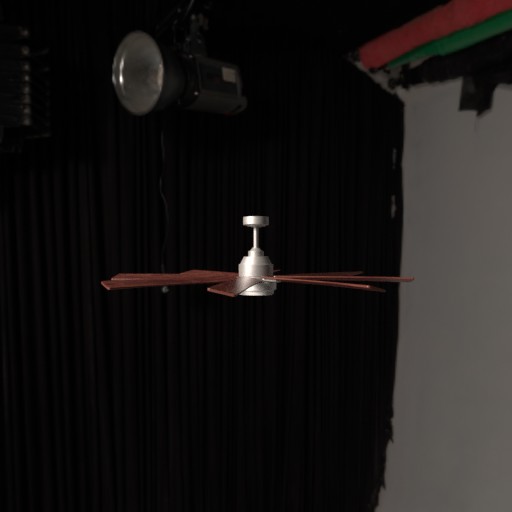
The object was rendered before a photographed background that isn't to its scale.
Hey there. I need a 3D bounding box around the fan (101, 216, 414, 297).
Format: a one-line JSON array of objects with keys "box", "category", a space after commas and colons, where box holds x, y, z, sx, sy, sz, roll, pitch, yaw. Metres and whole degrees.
[{"box": [0.000, 0.000, 2.698, 1.830, 0.472, 1.830, -1, 1, -36], "category": "fan"}]
